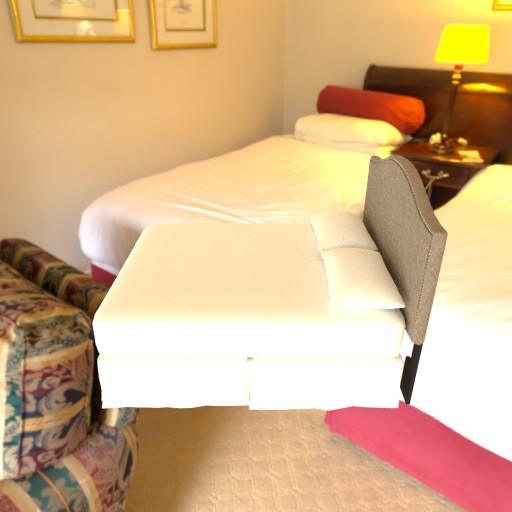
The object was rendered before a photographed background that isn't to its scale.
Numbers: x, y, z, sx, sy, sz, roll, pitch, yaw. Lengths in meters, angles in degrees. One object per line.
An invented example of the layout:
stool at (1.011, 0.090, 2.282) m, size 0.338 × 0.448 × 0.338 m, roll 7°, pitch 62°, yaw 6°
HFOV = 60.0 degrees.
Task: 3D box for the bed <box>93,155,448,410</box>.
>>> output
bed at (0.000, 0.000, 3.419) m, size 2.153 × 1.518 × 1.713 m, roll 0°, pitch 27°, yaw 1°
